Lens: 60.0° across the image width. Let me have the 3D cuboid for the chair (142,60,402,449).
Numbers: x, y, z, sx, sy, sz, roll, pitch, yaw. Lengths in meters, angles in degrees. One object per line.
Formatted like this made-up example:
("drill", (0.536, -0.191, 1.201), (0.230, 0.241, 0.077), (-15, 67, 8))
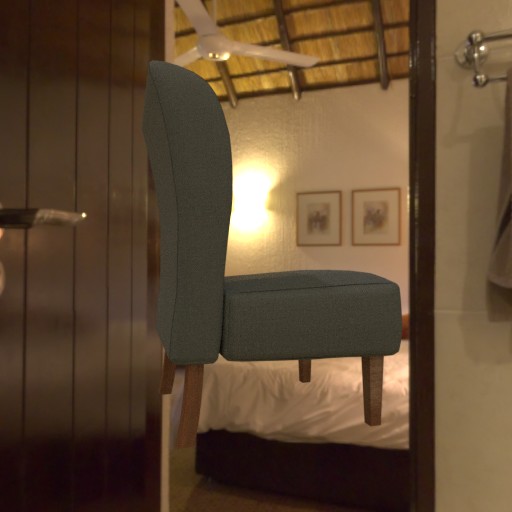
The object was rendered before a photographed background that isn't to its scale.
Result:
("chair", (0.000, 0.000, 1.188), (0.592, 0.804, 0.513), (0, -1, -18))
